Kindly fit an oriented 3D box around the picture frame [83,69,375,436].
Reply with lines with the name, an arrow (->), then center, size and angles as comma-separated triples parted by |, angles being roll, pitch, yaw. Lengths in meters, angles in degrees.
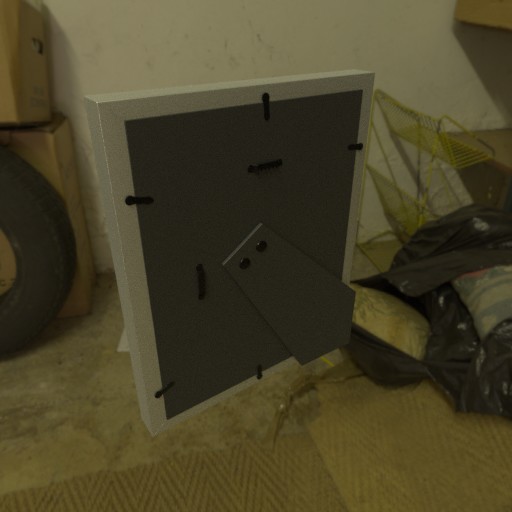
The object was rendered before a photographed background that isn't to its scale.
picture frame -> 0.000, 0.000, 0.384 | 0.233, 0.282, 0.036 | -19, 34, -30
